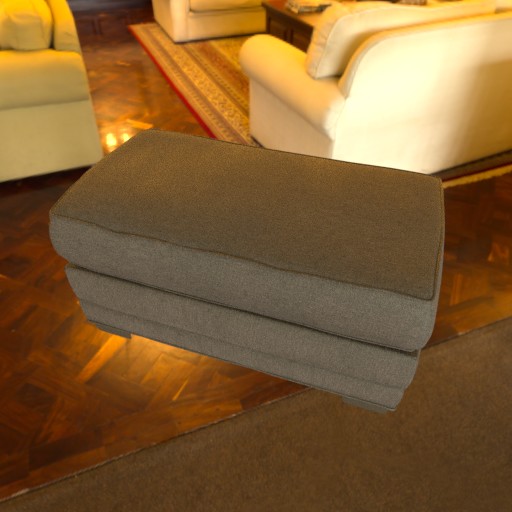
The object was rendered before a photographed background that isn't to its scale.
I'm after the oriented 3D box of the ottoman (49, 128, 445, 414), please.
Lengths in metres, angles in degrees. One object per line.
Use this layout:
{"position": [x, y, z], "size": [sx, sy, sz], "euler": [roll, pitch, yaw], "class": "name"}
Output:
{"position": [0.000, 0.000, 1.166], "size": [0.864, 0.448, 0.490], "euler": [13, 43, 14], "class": "ottoman"}
